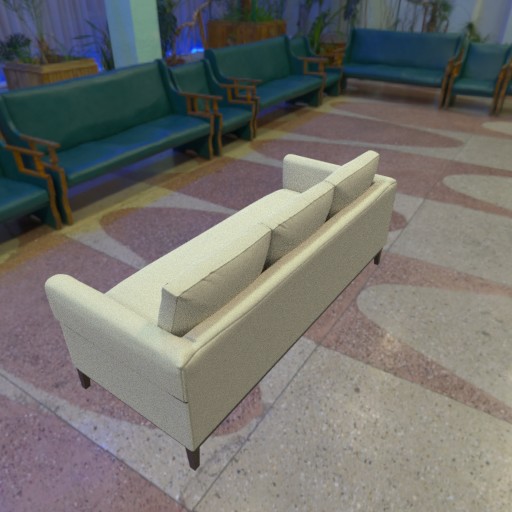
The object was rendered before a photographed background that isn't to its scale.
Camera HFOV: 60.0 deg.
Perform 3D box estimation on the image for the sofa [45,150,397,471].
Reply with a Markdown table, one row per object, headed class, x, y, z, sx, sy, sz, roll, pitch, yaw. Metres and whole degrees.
| class | x | y | z | sx | sy | sz | roll | pitch | yaw |
| --- | --- | --- | --- | --- | --- | --- | --- | --- | --- |
| sofa | 0.000 | 0.000 | 2.710 | 0.902 | 0.911 | 2.198 | 21 | 38 | 30 |
